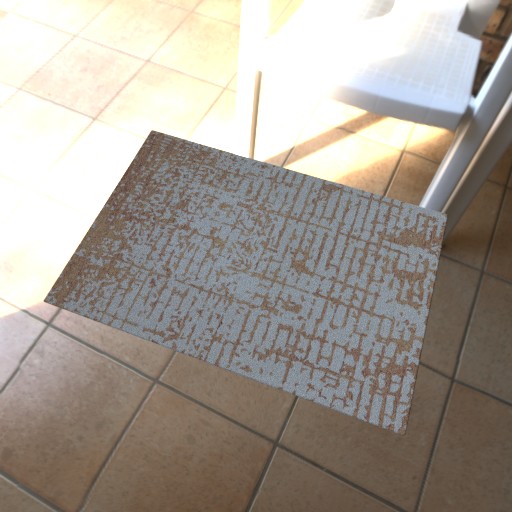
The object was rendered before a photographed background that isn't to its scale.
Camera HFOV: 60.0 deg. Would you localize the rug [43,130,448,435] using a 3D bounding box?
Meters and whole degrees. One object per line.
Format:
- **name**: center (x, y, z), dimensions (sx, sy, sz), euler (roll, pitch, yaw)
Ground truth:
- **rug**: center (0.000, 0.000, 2.343), dimensions (1.829, 0.011, 1.219), euler (18, 64, 9)
